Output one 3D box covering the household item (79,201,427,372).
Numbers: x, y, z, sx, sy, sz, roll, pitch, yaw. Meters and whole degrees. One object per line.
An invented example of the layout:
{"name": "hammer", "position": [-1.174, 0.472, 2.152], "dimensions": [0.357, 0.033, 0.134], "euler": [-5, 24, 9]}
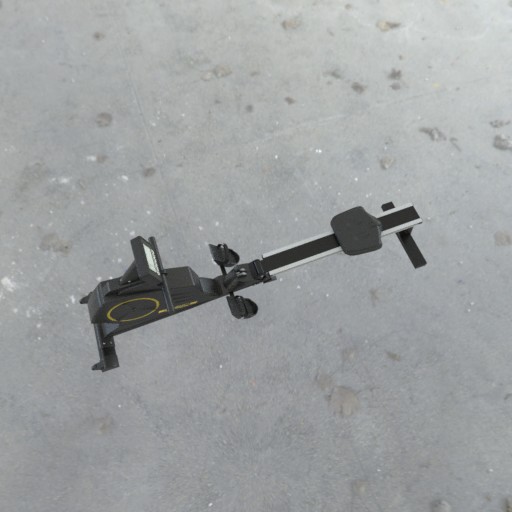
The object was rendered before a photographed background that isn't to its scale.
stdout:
{"name": "household item", "position": [0.000, 0.000, 2.603], "dimensions": [2.251, 0.810, 0.521], "euler": [-17, 65, -8]}
